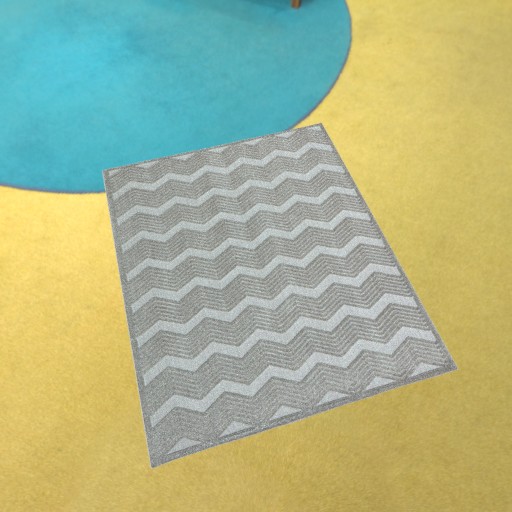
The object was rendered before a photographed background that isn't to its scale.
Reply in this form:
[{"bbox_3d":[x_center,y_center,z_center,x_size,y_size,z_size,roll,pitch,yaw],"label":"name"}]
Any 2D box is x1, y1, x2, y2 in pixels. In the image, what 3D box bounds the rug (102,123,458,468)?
[{"bbox_3d":[0.000,0.000,3.962,2.391,0.005,2.880,-15,59,-9],"label":"rug"}]
